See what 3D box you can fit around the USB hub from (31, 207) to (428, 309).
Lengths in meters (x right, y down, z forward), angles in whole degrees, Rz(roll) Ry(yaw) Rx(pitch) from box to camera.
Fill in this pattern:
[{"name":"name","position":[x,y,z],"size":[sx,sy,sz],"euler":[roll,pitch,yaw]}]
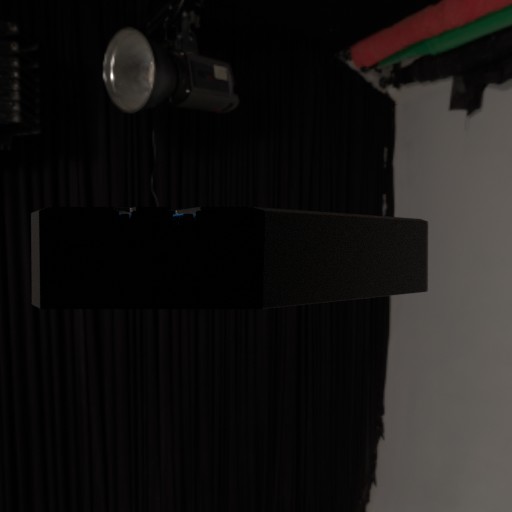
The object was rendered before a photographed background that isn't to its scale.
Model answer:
[{"name":"USB hub","position":[0.000,0.000,0.126],"size":[0.110,0.023,0.044],"euler":[-1,1,-37]}]
